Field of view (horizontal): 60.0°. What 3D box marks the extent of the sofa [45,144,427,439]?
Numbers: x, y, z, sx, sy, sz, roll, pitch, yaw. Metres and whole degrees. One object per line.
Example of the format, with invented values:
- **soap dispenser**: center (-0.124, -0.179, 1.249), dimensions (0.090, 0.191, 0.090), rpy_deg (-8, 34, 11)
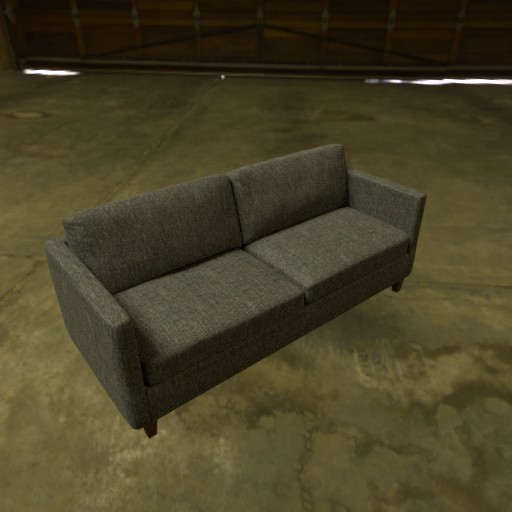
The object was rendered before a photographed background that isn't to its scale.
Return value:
- **sofa**: center (0.000, 0.000, 2.779), dimensions (2.208, 0.960, 0.948), rpy_deg (-22, 37, -32)
